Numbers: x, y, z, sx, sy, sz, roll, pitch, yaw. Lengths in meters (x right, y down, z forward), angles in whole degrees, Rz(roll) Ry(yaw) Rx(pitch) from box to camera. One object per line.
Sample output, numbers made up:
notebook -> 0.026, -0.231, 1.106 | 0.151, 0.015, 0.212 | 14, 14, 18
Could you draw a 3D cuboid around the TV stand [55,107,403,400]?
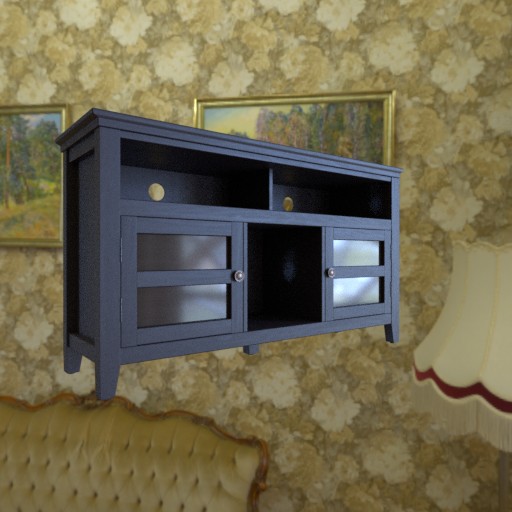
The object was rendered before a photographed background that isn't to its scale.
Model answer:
TV stand -> 0.000, 0.000, 1.508 | 1.198, 0.681, 0.347 | 0, 0, -37
